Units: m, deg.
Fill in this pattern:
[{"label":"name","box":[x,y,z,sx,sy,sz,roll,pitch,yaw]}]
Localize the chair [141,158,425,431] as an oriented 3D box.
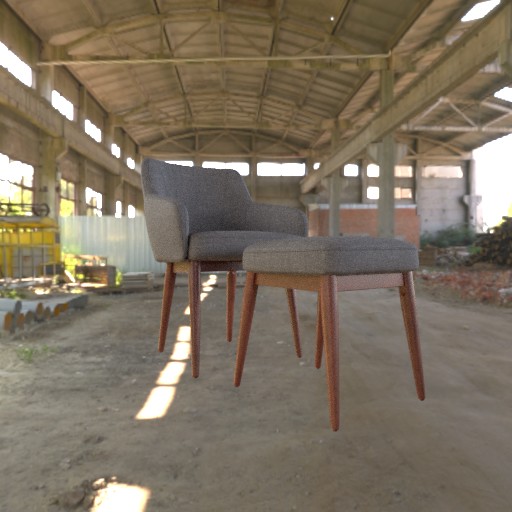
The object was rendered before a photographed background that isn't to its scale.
[{"label":"chair","box":[0.000,0.000,1.567,0.584,0.799,1.107,-1,1,-37]}]
